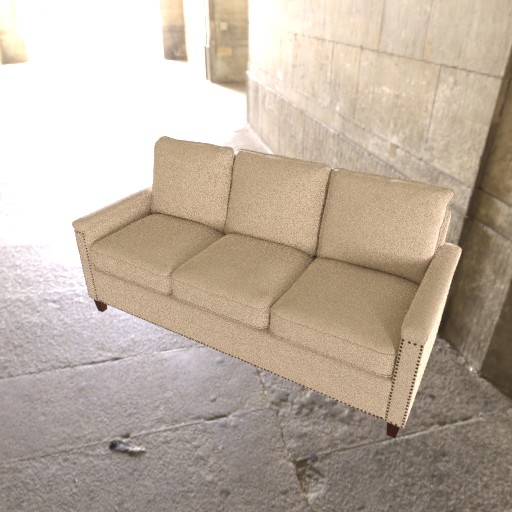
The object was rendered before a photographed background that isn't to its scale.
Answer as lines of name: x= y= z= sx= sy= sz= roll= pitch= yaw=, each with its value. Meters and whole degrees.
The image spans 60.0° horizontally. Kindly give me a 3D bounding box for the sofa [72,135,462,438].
sofa: x=0.000 y=0.000 z=2.396 sx=1.925 sy=0.961 sz=0.828 roll=16 pitch=34 yaw=26
